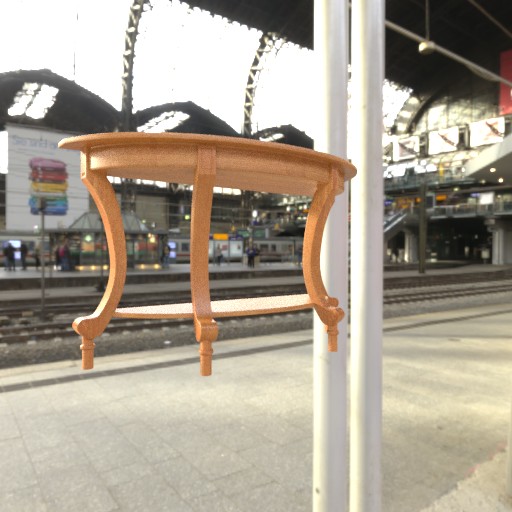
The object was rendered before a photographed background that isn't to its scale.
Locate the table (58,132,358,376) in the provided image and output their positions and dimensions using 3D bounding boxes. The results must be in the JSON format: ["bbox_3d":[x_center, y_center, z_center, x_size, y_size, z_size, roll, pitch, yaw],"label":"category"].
[{"bbox_3d":[0.000,0.000,1.544,1.198,0.692,0.394,0,1,-36],"label":"table"}]
